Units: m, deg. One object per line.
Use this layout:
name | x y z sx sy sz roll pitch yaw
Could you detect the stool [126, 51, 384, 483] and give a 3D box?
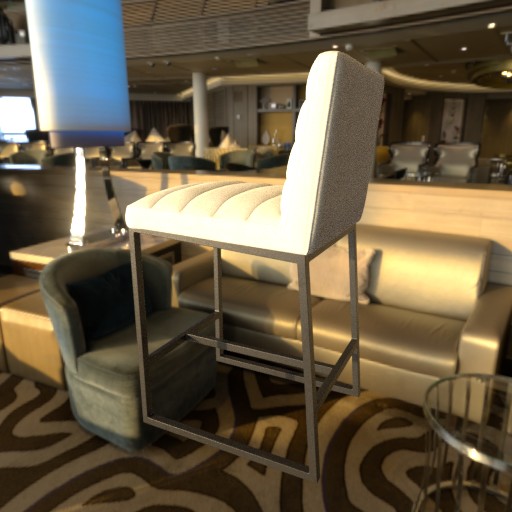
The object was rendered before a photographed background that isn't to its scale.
stool | 0.000 0.000 1.248 0.567 0.971 0.459 8 17 25
